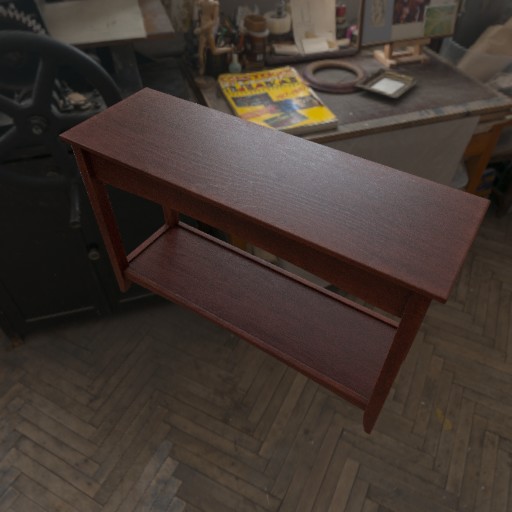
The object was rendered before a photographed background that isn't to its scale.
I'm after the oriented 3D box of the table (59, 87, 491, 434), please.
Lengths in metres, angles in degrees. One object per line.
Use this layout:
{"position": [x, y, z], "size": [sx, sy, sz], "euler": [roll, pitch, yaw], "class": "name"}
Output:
{"position": [0.000, 0.000, 1.513], "size": [1.188, 0.739, 0.392], "euler": [25, 51, 22], "class": "table"}
